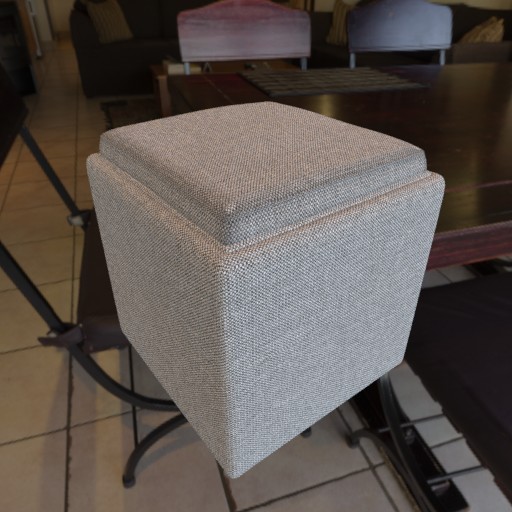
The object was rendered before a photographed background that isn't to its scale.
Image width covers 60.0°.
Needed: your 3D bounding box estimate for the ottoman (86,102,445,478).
[{"bbox_3d":[0.000,0.000,0.844,0.436,0.487,0.454,-22,38,-31],"label":"ottoman"}]
